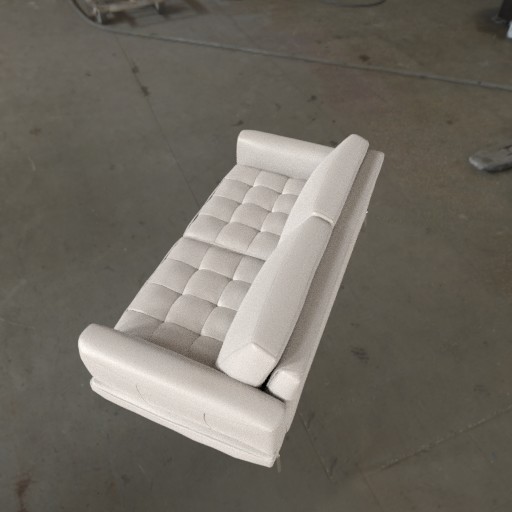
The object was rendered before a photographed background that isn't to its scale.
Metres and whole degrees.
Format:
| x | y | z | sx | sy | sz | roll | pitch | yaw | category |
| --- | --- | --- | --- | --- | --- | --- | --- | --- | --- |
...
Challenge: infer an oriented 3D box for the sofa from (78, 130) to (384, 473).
| x | y | z | sx | sy | sz | roll | pitch | yaw | category |
| --- | --- | --- | --- | --- | --- | --- | --- | --- | --- |
| 0.000 | 0.000 | 2.767 | 1.121 | 0.930 | 2.177 | 17 | 50 | 15 | sofa |
